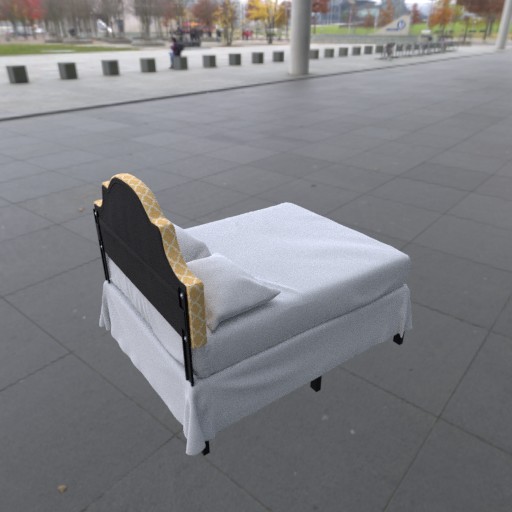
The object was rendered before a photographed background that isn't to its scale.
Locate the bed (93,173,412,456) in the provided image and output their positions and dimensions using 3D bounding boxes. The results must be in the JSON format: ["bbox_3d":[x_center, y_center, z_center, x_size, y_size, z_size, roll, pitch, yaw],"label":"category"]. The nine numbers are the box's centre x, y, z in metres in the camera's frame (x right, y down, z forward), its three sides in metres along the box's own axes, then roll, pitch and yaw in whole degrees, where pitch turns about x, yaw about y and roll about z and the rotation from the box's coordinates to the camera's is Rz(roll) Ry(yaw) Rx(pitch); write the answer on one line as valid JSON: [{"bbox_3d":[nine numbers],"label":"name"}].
[{"bbox_3d":[0.000,0.000,3.544,2.222,1.633,1.780,-18,32,-31],"label":"bed"}]
